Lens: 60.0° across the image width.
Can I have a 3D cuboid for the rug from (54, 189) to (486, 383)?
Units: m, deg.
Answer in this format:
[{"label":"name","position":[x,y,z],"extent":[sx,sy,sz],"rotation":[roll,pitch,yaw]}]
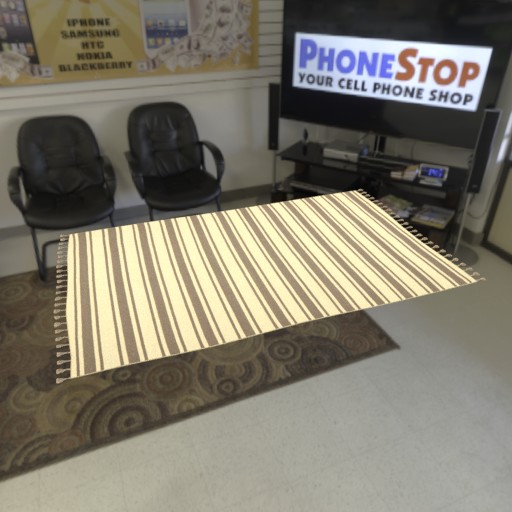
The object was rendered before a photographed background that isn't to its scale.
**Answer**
[{"label":"rug","position":[0.000,0.000,2.473],"extent":[2.096,0.011,1.229],"rotation":[-11,34,-16]}]
